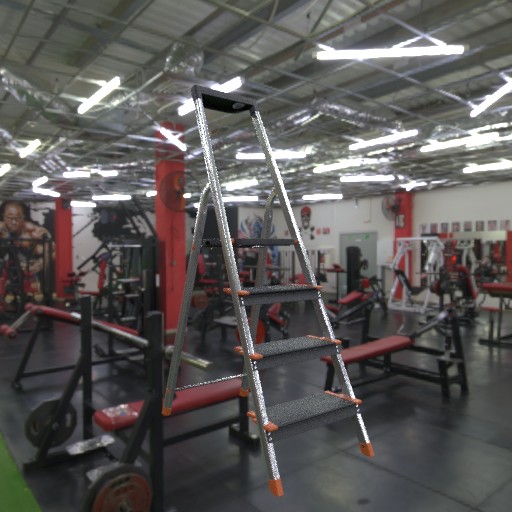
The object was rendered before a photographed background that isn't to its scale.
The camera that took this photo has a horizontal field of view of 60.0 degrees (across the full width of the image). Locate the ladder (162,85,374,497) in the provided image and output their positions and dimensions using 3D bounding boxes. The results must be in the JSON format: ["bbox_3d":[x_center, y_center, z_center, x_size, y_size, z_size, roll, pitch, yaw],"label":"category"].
[{"bbox_3d":[0.000,0.000,1.782,0.452,1.429,0.834,-1,2,-36],"label":"ladder"}]
